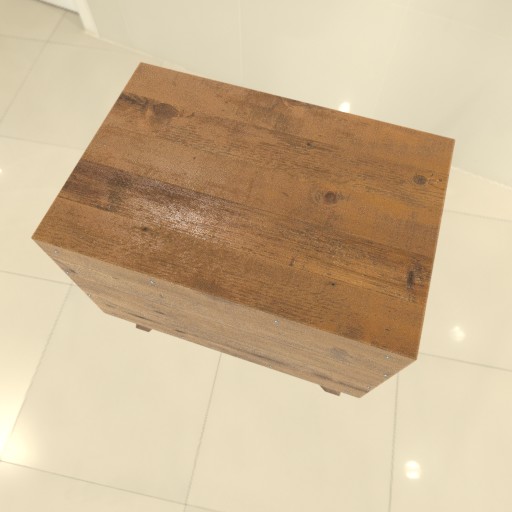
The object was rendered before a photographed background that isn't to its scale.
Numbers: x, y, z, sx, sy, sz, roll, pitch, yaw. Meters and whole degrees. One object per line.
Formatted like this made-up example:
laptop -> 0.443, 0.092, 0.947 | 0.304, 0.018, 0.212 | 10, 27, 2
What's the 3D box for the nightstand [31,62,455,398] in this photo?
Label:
nightstand -> 0.000, 0.000, 1.061 | 0.650, 0.599, 0.450 | 17, 66, 8
